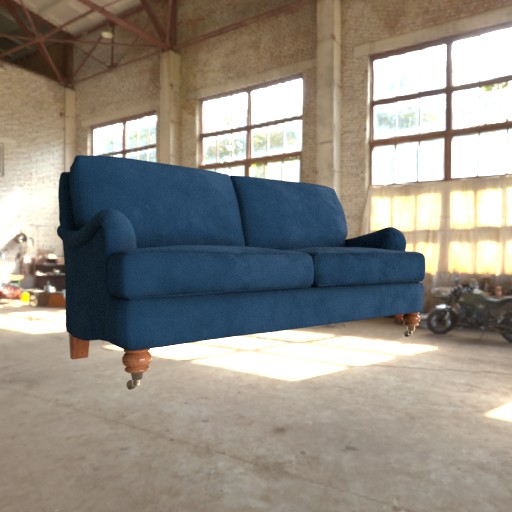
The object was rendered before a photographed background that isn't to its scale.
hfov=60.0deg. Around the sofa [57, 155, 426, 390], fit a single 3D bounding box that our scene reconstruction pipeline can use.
[{"bbox_3d":[0.000,0.000,2.740,2.141,1.101,1.084,0,0,-37],"label":"sofa"}]
